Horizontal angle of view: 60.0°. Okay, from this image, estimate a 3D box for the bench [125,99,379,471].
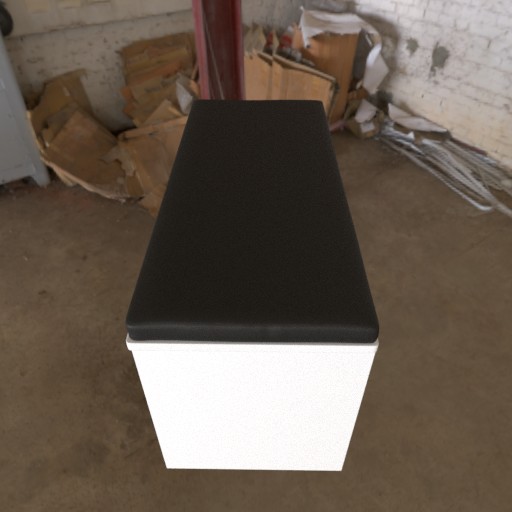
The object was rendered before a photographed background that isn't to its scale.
[{"bbox_3d":[0.000,0.000,1.171,0.401,0.500,0.899,1,41,1],"label":"bench"}]
